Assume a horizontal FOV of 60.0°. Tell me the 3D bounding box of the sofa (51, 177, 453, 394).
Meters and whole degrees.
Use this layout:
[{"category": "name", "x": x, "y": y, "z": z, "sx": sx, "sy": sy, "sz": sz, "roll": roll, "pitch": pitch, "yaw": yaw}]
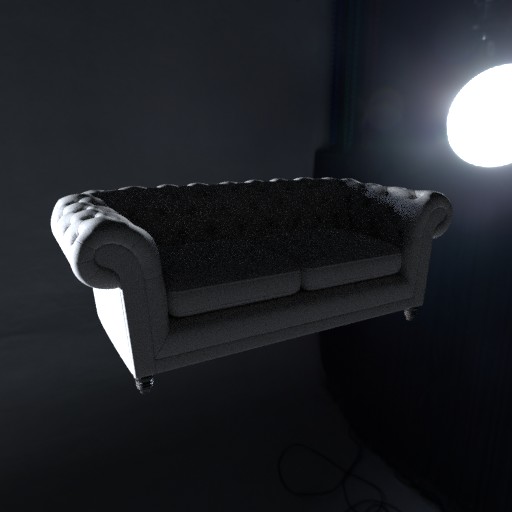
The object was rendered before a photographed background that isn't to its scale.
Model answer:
[{"category": "sofa", "x": 0.000, "y": 0.000, "z": 2.463, "sx": 1.998, "sy": 0.764, "sz": 0.986, "roll": -8, "pitch": 17, "yaw": -28}]
